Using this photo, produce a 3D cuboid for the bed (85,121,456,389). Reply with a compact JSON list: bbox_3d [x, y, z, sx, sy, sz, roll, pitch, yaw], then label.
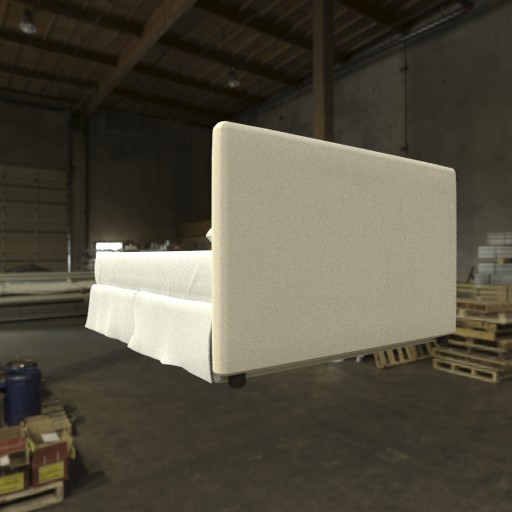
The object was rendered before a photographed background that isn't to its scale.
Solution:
[{"bbox_3d":[0.000,0.000,3.629,2.119,1.317,2.341,0,0,-36],"label":"bed"}]
